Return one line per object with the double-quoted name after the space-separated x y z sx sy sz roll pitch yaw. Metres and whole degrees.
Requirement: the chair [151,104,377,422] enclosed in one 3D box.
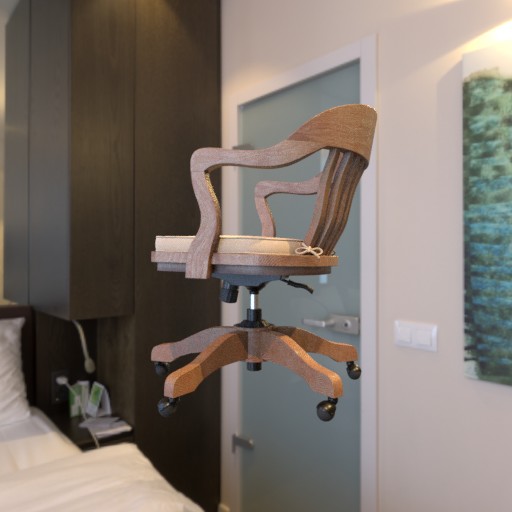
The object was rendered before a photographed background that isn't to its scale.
0.000 0.000 1.492 0.788 0.878 0.750 0 0 18 "chair"
